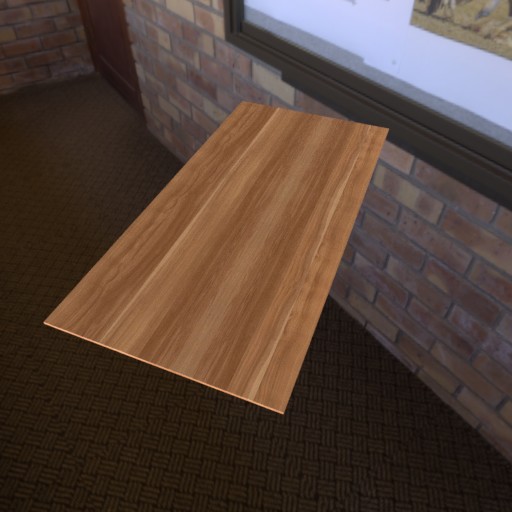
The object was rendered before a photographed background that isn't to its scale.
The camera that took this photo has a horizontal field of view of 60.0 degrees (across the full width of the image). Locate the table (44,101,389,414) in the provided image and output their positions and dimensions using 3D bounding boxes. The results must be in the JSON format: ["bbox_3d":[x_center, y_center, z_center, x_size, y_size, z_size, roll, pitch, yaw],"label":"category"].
[{"bbox_3d":[0.000,0.000,2.538,1.000,0.770,2.000,16,48,15],"label":"table"}]
